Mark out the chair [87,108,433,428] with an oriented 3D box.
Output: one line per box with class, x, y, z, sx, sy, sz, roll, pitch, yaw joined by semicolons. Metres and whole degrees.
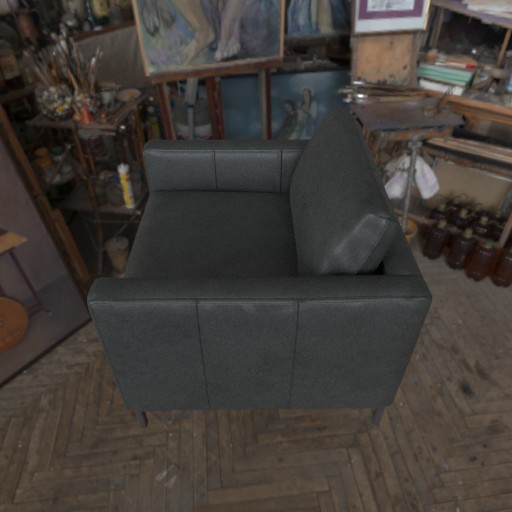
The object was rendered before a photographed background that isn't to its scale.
chair;0.000;0.000;1.496;0.861;0.824;0.967;0;41;-1
